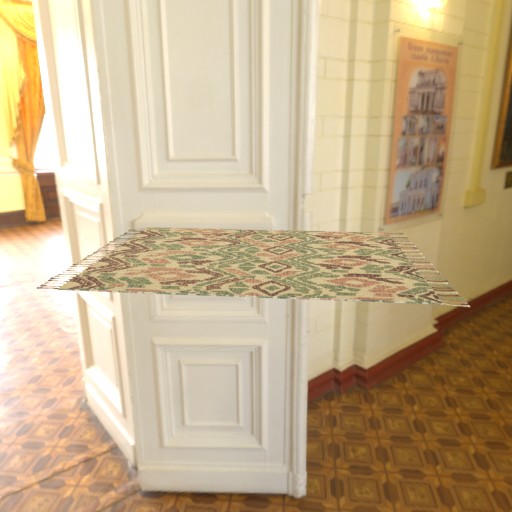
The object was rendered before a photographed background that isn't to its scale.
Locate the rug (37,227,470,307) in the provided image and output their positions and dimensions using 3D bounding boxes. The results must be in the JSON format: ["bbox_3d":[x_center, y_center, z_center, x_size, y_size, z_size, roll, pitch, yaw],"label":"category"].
[{"bbox_3d":[0.000,0.000,2.404,1.829,0.010,1.219,2,17,5],"label":"rug"}]
